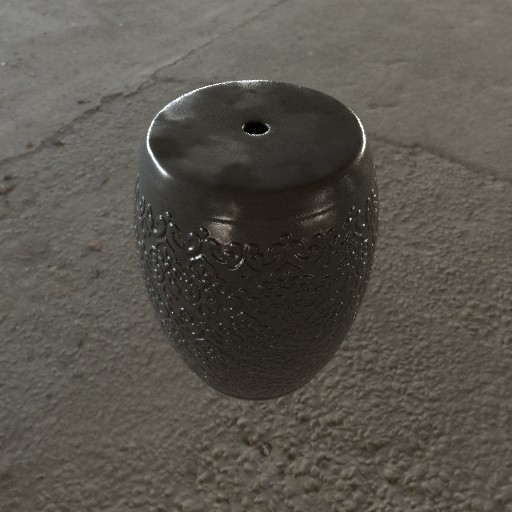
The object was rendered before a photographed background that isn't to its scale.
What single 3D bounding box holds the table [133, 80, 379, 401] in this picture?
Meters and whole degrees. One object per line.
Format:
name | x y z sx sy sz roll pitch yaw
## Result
table | 0.000 0.000 0.612 0.309 0.397 0.309 0 46 0
